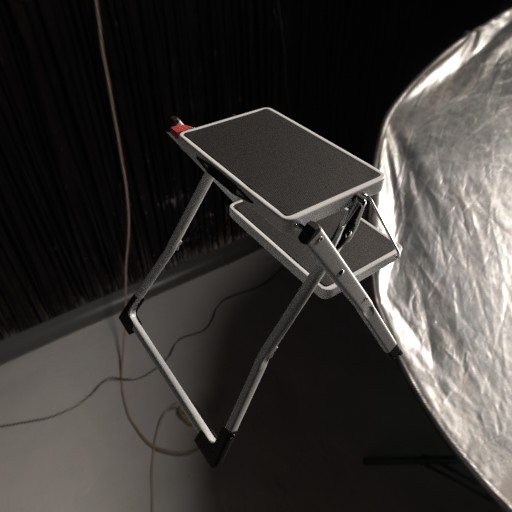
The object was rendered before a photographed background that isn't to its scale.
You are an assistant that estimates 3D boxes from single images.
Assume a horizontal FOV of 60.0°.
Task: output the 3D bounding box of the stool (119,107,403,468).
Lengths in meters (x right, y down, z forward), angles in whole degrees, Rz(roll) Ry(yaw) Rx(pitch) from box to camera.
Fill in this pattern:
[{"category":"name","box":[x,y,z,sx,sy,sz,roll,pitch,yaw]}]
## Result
[{"category":"stool","box":[0.000,0.000,0.865,0.490,0.445,0.485,-25,48,-25]}]
